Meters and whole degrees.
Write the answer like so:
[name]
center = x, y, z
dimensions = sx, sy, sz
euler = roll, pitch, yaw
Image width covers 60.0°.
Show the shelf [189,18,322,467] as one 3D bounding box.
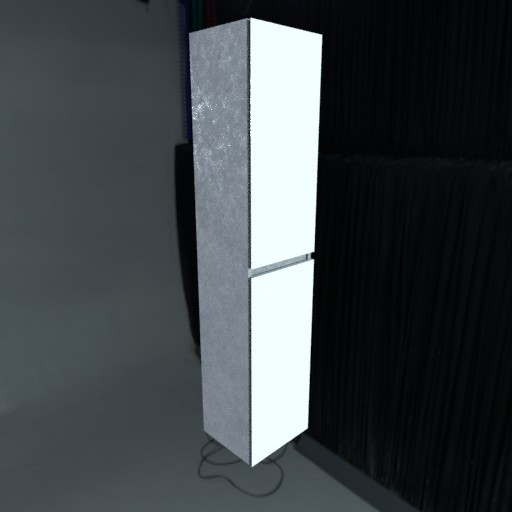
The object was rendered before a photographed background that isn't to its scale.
[shelf]
center = 0.000, 0.000, 1.534
dimensions = 0.300, 1.400, 0.270
euler = -15, 21, -42
